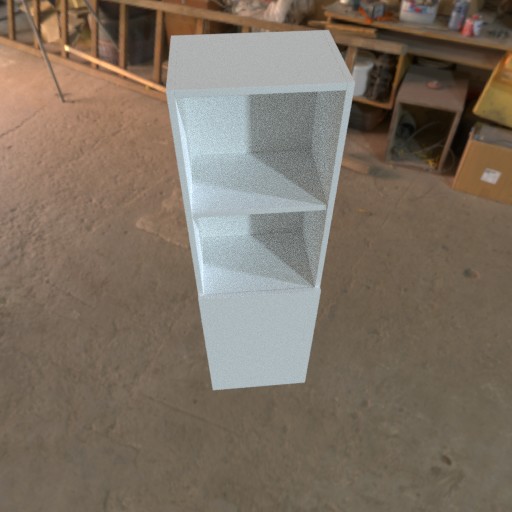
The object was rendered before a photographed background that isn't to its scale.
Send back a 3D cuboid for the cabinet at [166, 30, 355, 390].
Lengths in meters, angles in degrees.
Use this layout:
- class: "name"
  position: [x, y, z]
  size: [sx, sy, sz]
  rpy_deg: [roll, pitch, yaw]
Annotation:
- class: "cabinet"
  position: [0.000, 0.000, 1.520]
  size: [0.400, 1.350, 0.300]
  rpy_deg: [-4, 48, -3]
